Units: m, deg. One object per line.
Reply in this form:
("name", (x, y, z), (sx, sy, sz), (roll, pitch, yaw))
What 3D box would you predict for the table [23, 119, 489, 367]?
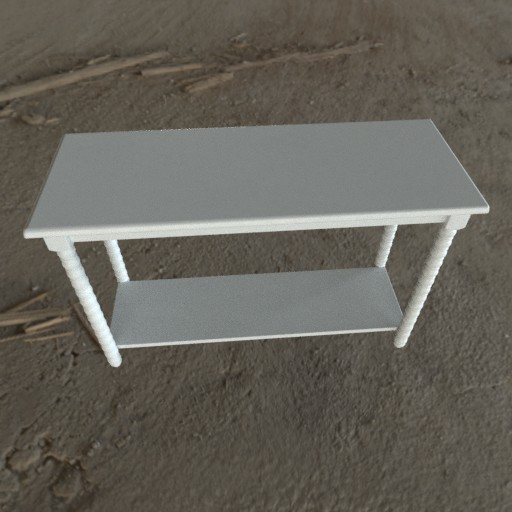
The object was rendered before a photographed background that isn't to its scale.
("table", (0.000, 0.000, 1.532), (1.184, 0.740, 0.459), (-3, 47, -3))
